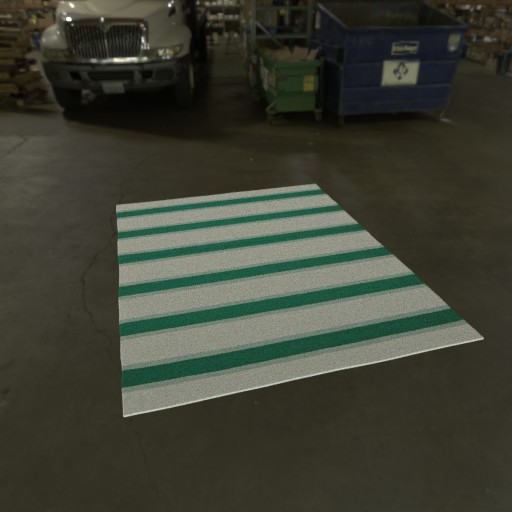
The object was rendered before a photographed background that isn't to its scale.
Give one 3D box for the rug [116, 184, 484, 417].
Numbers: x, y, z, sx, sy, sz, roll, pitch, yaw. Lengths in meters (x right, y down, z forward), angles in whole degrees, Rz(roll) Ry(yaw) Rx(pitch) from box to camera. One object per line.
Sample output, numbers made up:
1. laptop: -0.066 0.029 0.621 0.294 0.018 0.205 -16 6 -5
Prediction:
1. rug: 0.000 0.000 4.047 2.434 0.019 3.041 -8 31 -14
